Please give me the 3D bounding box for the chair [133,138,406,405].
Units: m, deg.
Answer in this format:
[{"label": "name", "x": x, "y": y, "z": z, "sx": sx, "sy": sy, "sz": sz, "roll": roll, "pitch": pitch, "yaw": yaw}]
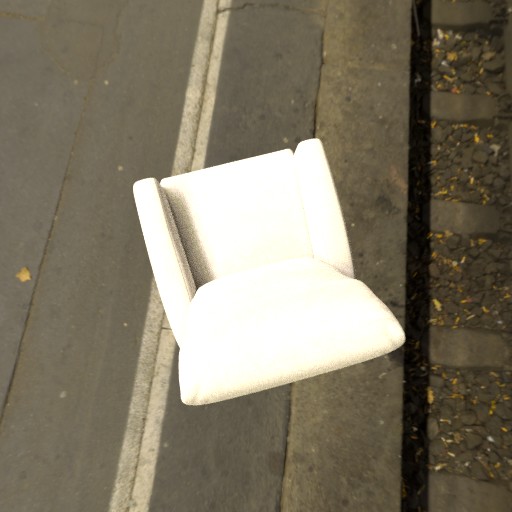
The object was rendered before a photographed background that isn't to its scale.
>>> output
[{"label": "chair", "x": 0.000, "y": 0.000, "z": 1.687, "sx": 0.812, "sy": 1.015, "sz": 0.941, "roll": -14, "pitch": 75, "yaw": -4}]
